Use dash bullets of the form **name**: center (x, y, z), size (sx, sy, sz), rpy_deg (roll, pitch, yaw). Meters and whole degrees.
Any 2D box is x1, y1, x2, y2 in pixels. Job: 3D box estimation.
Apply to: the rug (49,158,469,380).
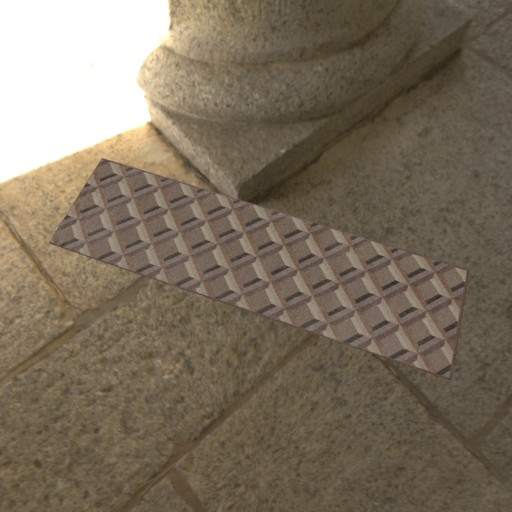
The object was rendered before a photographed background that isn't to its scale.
- **rug**: center (0.000, 0.000, 2.656), size (2.437, 0.013, 0.685), rpy_deg (18, 66, 8)
